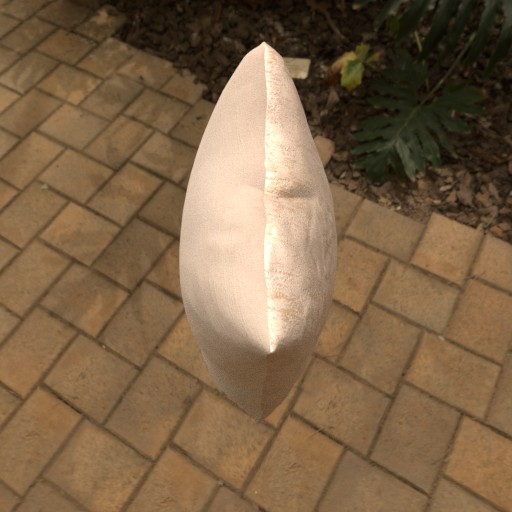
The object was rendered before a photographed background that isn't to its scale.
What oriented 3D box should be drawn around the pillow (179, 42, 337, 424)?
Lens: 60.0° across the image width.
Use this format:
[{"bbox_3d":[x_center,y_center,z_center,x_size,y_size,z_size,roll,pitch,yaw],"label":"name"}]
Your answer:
[{"bbox_3d":[0.000,0.000,0.707,0.245,0.448,0.450,2,62,1],"label":"pillow"}]
